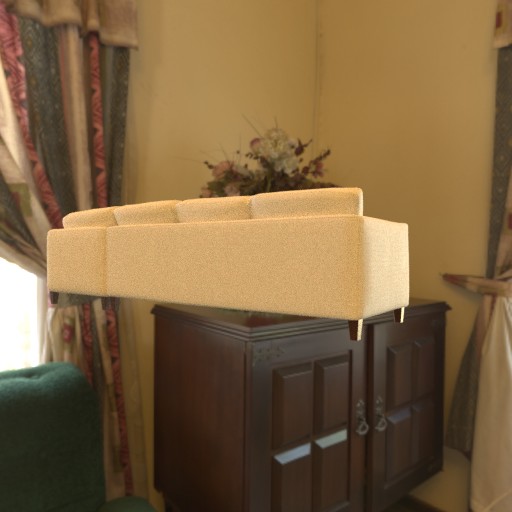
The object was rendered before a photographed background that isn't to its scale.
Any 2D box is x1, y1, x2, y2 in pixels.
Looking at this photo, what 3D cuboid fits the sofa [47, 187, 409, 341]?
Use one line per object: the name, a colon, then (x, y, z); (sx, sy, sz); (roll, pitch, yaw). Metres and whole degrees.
sofa: (0.000, 0.000, 4.471); (3.302, 0.947, 2.593); (0, 1, 35)
